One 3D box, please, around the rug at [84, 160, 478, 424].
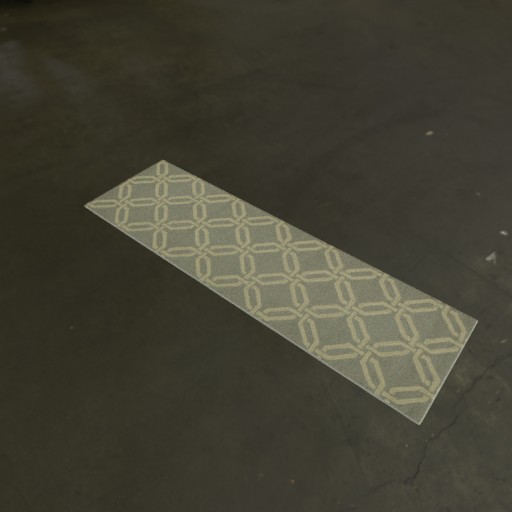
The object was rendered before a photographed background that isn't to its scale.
[{"bbox_3d":[0.000,0.000,2.508,2.276,0.014,0.678,30,52,26],"label":"rug"}]
